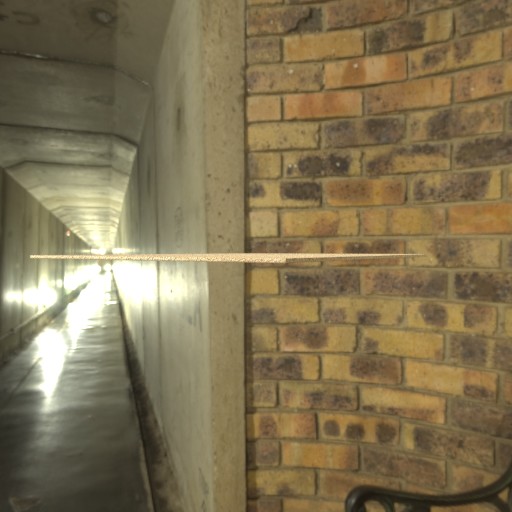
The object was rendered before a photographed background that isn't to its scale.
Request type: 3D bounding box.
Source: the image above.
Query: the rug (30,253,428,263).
[{"bbox_3d":[0.000,0.000,4.167,2.400,0.025,3.000,0,1,34],"label":"rug"}]
